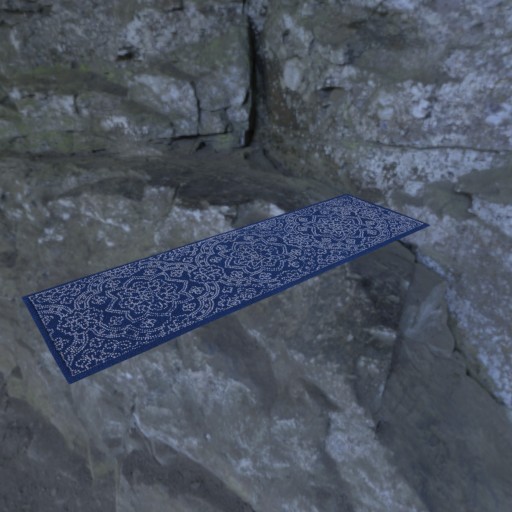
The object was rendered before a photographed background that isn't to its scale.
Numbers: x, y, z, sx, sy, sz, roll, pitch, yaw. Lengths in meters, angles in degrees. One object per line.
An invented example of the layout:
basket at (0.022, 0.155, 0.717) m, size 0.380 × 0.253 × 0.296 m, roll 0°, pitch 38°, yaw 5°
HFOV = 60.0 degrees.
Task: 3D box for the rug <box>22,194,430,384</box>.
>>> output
rug at (0.000, 0.000, 2.656) m, size 2.448 × 0.012 × 0.769 m, roll -20°, pitch 35°, yaw -32°
